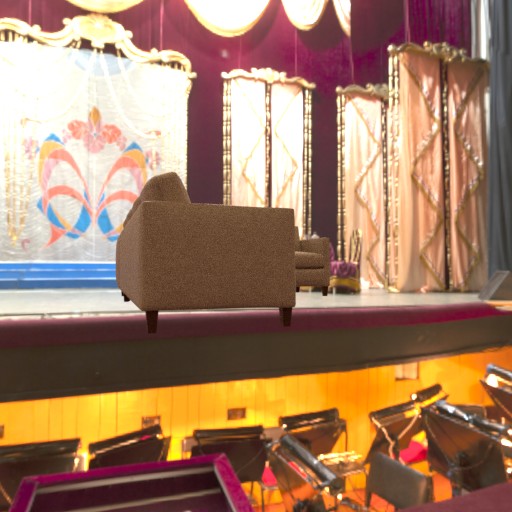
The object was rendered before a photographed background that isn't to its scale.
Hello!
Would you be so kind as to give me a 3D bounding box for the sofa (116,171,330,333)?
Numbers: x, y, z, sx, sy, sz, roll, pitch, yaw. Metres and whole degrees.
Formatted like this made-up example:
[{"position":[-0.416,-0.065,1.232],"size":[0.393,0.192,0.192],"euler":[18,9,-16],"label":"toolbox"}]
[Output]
[{"position":[0.000,0.000,4.341],"size":[2.522,0.934,3.333],"euler":[0,-1,-20],"label":"sofa"}]
